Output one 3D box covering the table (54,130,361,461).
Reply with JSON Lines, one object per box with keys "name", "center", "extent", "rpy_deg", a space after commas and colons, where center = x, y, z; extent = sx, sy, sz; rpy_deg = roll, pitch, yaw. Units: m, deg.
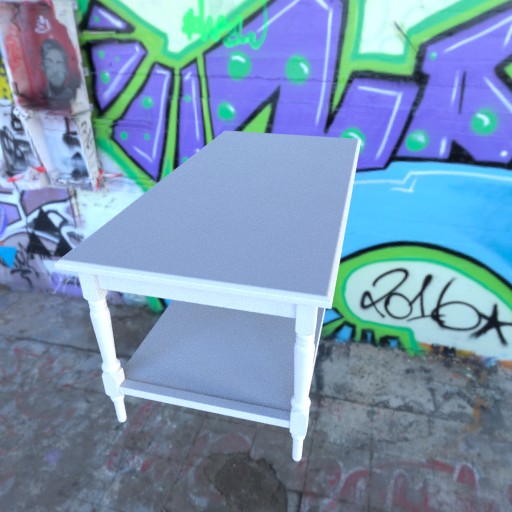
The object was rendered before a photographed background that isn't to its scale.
{"name": "table", "center": [0.000, 0.000, 1.415], "extent": [0.551, 0.506, 1.109], "rpy_deg": [7, 30, 12]}
